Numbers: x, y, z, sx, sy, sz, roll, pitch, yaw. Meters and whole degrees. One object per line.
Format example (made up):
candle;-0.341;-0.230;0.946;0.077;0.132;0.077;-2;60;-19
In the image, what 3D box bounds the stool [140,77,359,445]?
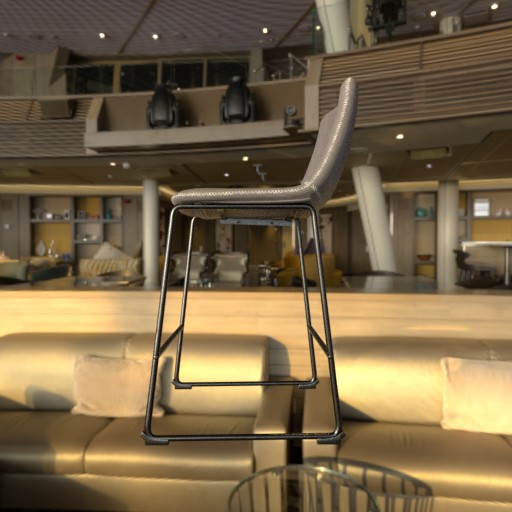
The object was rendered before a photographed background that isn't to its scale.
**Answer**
stool;0.000;0.000;1.233;0.546;0.876;0.470;0;1;-1
